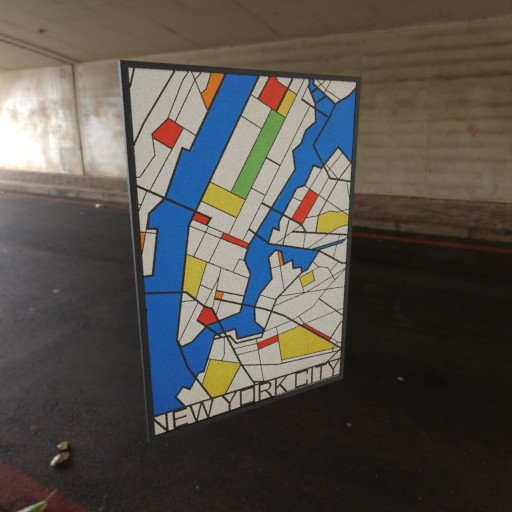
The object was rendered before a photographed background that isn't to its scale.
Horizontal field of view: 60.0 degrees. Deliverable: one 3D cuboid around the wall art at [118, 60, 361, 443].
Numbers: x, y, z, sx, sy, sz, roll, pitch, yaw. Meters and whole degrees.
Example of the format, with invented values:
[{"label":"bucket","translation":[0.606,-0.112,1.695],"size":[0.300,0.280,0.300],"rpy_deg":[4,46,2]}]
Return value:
[{"label":"wall art","translation":[0.000,0.000,0.843],"size":[0.457,0.657,0.013],"rpy_deg":[-9,18,-28]}]
